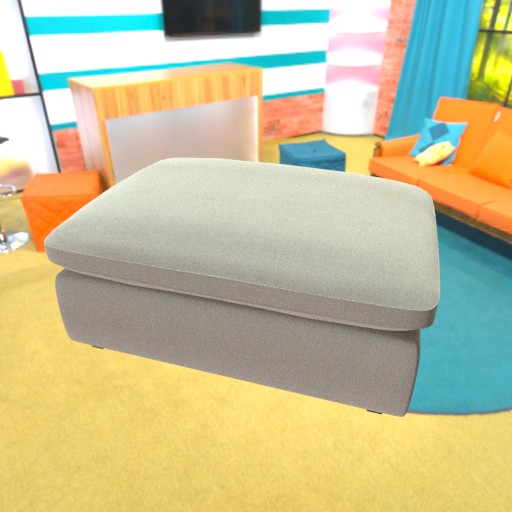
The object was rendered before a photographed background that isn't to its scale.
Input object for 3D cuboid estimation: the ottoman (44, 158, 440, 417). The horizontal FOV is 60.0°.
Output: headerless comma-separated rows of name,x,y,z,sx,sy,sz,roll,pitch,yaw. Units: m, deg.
ottoman,0.000,0.000,1.347,0.984,0.453,0.686,9,32,15
